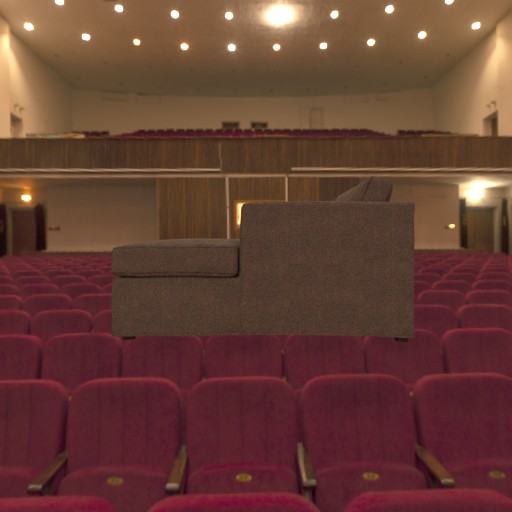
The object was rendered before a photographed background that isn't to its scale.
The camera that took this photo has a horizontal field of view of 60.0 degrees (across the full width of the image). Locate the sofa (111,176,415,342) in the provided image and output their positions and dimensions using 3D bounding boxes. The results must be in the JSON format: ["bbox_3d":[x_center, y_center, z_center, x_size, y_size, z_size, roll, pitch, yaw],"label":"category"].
[{"bbox_3d":[0.000,0.000,3.891,1.650,0.922,3.205,0,0,-1],"label":"sofa"}]
